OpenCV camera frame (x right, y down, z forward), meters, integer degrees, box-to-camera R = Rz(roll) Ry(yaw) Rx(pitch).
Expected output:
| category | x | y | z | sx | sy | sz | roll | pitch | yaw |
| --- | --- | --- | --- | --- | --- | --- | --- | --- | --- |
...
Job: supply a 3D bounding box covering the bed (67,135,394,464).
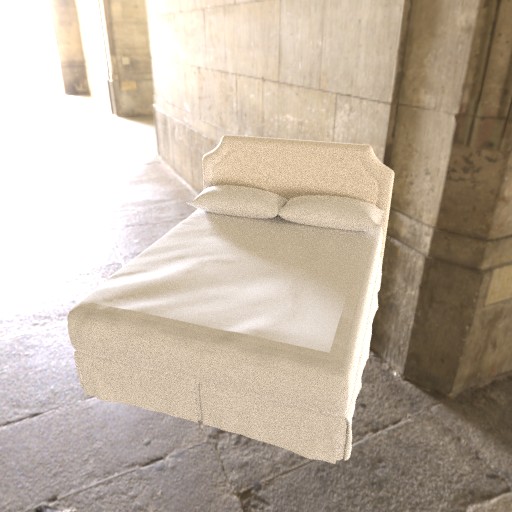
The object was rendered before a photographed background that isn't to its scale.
| category | x | y | z | sx | sy | sz | roll | pitch | yaw |
| --- | --- | --- | --- | --- | --- | --- | --- | --- | --- |
| bed | 0.000 | 0.000 | 3.868 | 2.134 | 1.524 | 2.548 | 9 | 28 | 17 |
